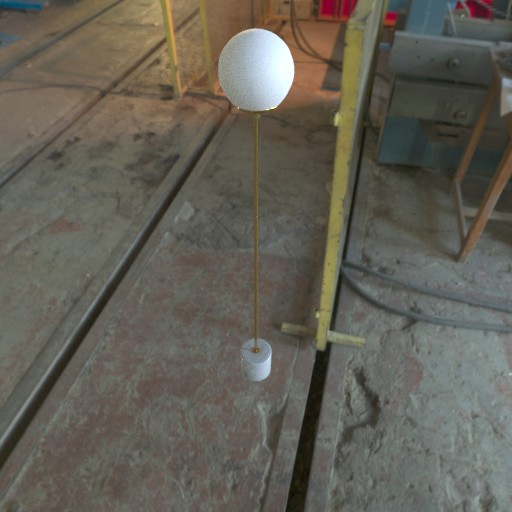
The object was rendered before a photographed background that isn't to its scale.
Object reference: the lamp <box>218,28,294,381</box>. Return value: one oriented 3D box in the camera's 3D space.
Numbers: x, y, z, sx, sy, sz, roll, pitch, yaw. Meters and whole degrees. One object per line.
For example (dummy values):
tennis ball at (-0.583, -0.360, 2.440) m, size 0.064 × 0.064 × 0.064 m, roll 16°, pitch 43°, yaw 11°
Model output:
lamp at (0.000, 0.000, 1.842) m, size 0.224 × 1.753 × 0.224 m, roll -23°, pitch 49°, yaw -21°
